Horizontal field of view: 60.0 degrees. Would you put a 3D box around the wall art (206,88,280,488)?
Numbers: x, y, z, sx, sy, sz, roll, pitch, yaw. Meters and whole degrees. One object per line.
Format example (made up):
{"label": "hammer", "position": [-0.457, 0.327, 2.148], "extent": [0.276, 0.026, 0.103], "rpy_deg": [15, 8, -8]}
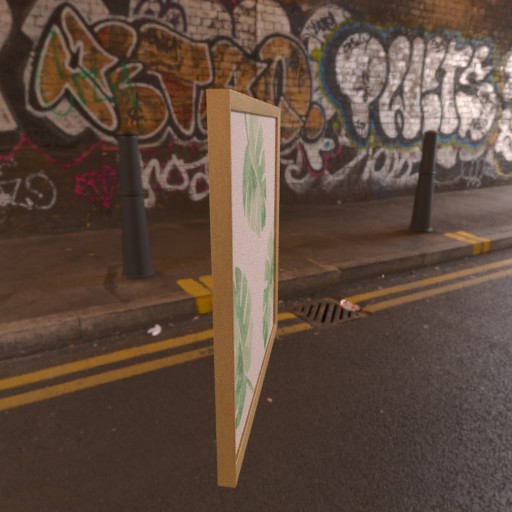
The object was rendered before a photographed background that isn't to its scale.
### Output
{"label": "wall art", "position": [0.000, 0.000, 1.159], "extent": [0.037, 0.763, 0.763], "rpy_deg": [3, 16, 9]}
